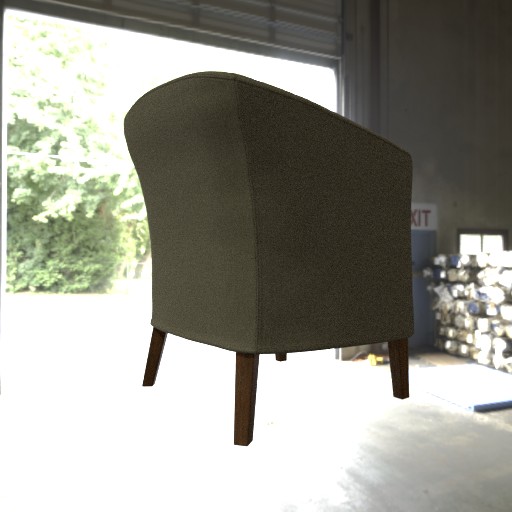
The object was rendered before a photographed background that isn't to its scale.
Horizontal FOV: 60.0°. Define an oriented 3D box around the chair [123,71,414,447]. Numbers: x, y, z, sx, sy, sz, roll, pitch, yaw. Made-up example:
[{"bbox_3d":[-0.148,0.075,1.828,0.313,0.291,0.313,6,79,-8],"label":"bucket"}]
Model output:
[{"bbox_3d":[0.000,0.000,1.241,0.668,0.771,0.600,0,0,-36],"label":"chair"}]
